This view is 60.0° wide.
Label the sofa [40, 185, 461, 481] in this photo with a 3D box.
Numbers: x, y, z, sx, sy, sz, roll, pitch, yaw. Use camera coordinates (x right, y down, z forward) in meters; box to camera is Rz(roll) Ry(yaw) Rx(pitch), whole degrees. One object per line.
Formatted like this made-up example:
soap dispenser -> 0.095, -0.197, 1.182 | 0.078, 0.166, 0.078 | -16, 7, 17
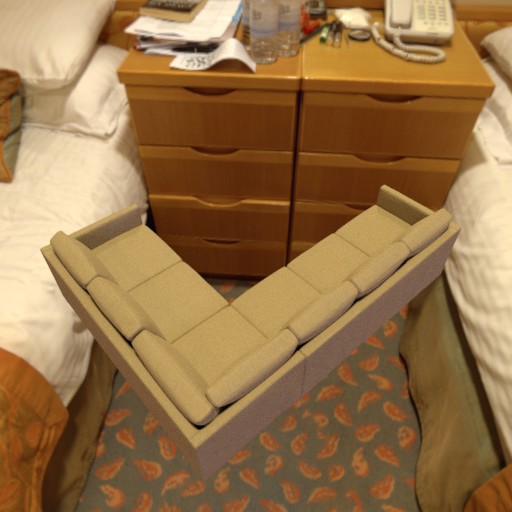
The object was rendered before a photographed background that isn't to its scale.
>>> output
sofa -> 0.000, 0.000, 4.348 | 3.182, 0.871, 2.432 | -33, 54, -27
